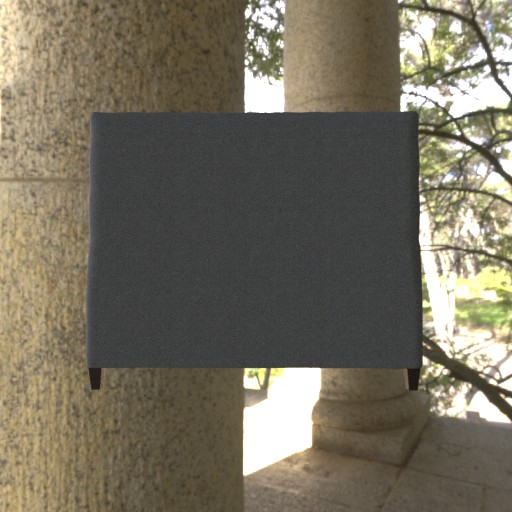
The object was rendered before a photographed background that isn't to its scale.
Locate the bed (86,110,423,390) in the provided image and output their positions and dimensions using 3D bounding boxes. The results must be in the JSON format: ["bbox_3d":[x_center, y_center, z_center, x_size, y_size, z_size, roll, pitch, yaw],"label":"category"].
[{"bbox_3d":[0.000,0.000,3.372,1.698,1.411,2.335,0,-2,1],"label":"bed"}]
